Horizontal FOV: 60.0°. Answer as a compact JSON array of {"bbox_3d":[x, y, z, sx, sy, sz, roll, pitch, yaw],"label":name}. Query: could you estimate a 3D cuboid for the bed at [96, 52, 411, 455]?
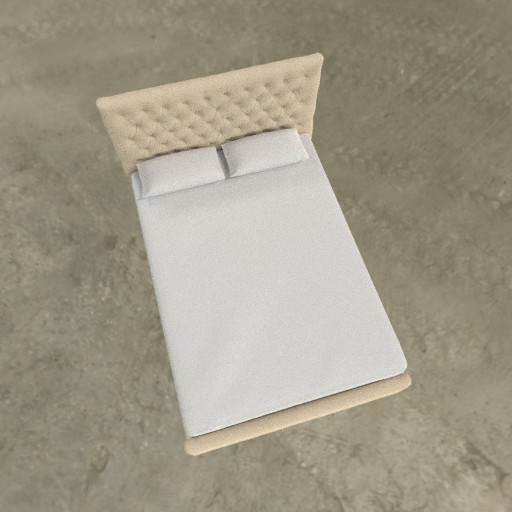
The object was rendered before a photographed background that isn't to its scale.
[{"bbox_3d":[0.000,0.000,3.363,1.698,1.427,2.387,-15,66,-7],"label":"bed"}]
